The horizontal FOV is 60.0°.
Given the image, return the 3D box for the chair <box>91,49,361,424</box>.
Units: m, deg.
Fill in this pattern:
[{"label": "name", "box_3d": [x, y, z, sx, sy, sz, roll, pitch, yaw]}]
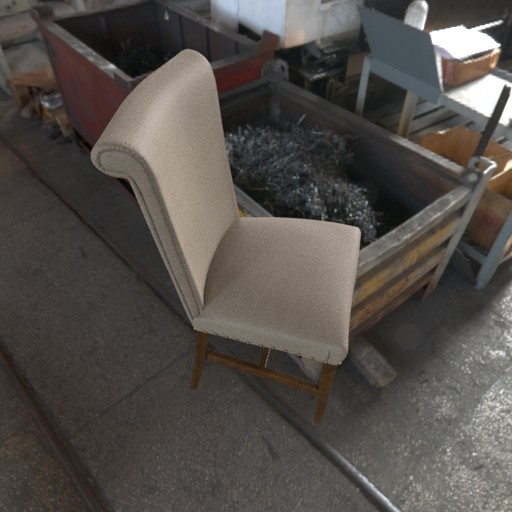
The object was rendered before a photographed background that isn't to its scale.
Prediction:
[{"label": "chair", "box_3d": [0.000, 0.000, 1.332, 0.608, 0.988, 0.513, 10, 46, 9]}]
